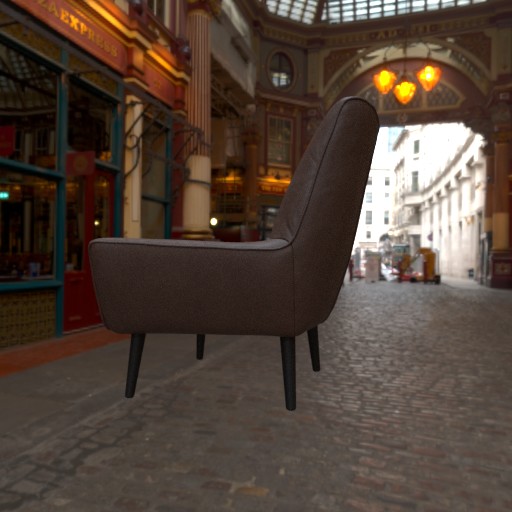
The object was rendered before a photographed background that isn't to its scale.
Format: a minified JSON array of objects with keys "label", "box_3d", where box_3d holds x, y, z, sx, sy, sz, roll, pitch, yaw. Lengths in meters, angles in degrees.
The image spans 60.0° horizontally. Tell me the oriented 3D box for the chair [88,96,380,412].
[{"label":"chair","box_3d":[0.000,0.000,1.533,0.824,0.888,0.787,0,0,17]}]
